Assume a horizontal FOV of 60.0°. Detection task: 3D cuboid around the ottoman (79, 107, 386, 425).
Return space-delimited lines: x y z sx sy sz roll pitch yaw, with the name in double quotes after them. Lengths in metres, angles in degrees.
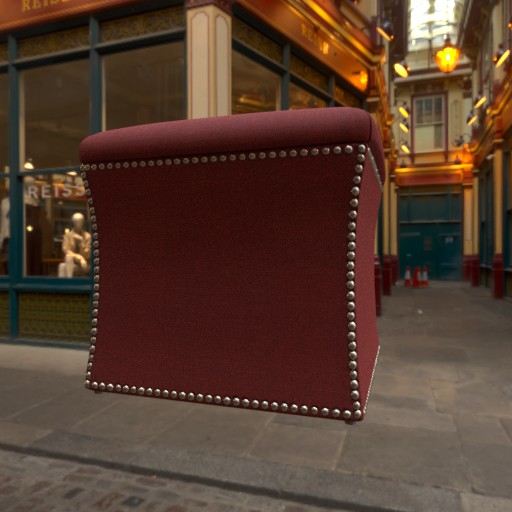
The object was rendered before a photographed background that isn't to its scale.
0.000 0.000 0.908 0.507 0.475 0.497 0 1 18 "ottoman"
